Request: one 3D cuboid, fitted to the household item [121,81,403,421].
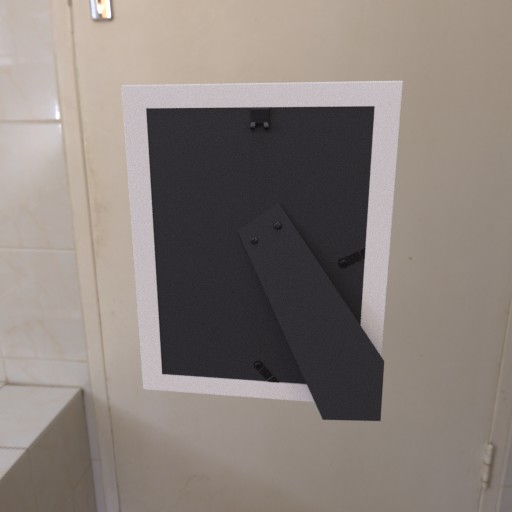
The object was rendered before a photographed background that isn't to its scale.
[{"bbox_3d":[0.000,0.000,0.341,0.200,0.250,0.045,2,15,7],"label":"household item"}]
